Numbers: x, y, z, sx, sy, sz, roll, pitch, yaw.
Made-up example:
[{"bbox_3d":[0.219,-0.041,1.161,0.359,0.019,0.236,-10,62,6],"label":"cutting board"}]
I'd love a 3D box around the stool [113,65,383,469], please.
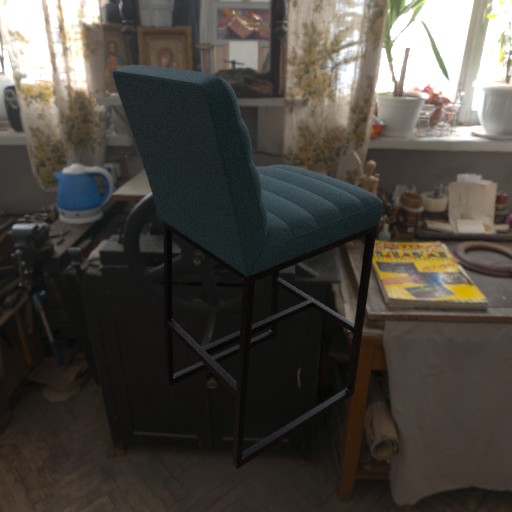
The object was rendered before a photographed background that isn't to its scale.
[{"bbox_3d":[0.000,0.000,1.306,0.560,1.040,0.460,-18,32,-33],"label":"stool"}]
